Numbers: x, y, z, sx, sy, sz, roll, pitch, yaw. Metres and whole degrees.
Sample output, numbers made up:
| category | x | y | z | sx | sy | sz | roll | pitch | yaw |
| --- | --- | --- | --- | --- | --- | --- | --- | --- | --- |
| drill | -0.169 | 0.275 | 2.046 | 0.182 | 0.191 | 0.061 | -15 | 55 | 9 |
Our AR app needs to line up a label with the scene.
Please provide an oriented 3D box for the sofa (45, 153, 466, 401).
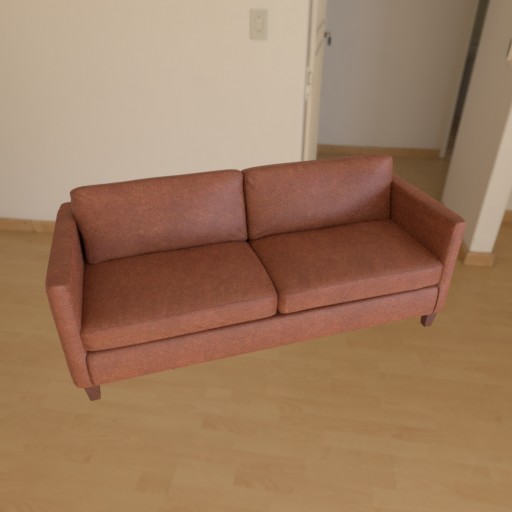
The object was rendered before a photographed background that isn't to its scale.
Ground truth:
| category | x | y | z | sx | sy | sz | roll | pitch | yaw |
| --- | --- | --- | --- | --- | --- | --- | --- | --- | --- |
| sofa | 0.000 | 0.000 | 2.701 | 2.204 | 0.932 | 0.950 | -9 | 33 | -14 |
